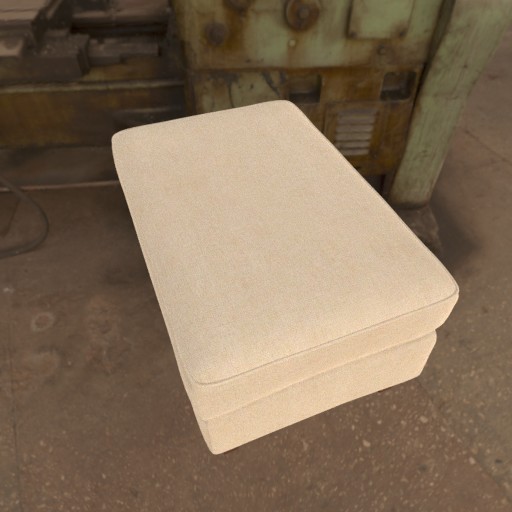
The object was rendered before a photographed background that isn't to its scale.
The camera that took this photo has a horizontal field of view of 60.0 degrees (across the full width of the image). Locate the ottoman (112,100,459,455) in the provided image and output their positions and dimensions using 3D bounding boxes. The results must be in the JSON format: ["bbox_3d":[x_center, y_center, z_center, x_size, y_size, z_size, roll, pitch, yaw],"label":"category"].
[{"bbox_3d":[0.000,0.000,1.221,0.583,0.484,0.862,-17,49,-15],"label":"ottoman"}]
